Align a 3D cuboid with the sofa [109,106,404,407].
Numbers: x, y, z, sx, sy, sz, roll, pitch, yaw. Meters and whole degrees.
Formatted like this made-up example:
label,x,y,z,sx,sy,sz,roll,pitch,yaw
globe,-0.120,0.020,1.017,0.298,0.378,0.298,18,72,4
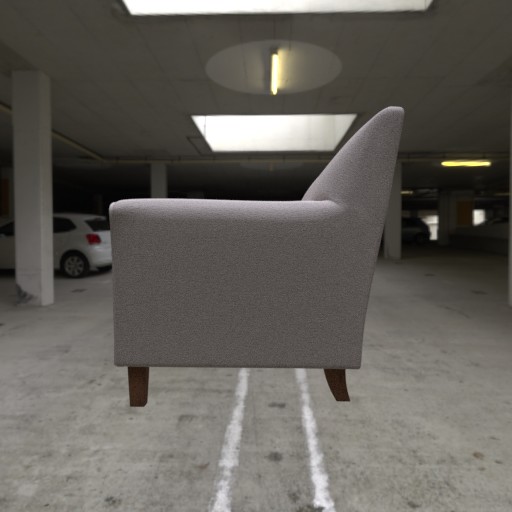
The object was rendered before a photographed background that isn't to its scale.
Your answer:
label,x,y,z,sx,sy,sz,roll,pitch,yaw
sofa,0.000,0.000,2.008,0.888,0.890,1.482,0,1,2
